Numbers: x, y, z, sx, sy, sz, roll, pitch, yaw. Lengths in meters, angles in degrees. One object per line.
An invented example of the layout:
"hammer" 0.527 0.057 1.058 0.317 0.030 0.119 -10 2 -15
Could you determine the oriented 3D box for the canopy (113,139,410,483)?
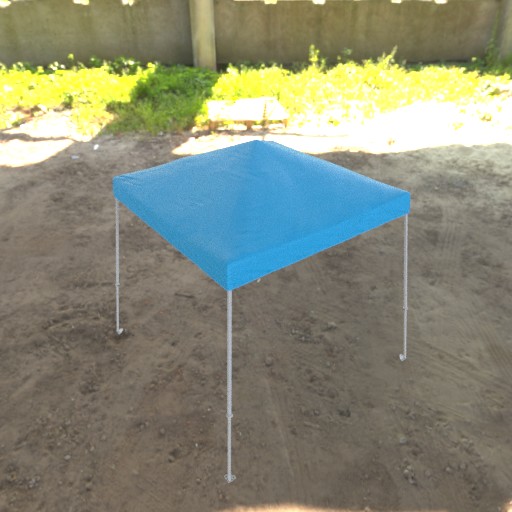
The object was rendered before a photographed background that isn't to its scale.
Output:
"canopy" 0.000 0.000 6.776 3.599 3.600 3.600 -22 38 -31
